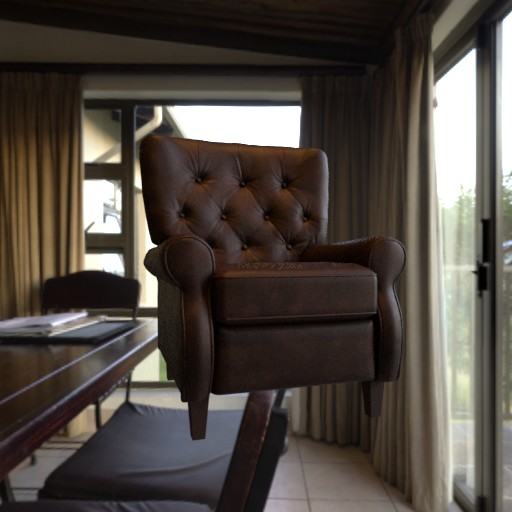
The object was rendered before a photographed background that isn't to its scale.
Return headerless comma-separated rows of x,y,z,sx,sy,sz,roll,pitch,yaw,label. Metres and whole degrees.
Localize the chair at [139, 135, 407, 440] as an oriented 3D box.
0.000,0.000,1.909,0.948,1.158,1.058,0,0,-18,chair
